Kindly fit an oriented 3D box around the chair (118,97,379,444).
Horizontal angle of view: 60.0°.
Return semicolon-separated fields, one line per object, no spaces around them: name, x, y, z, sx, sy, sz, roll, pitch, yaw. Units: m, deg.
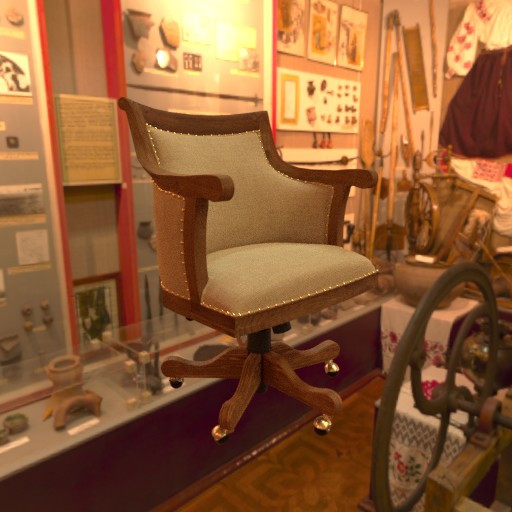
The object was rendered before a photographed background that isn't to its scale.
chair;0.000;0.000;1.424;0.656;0.965;0.689;-12;17;-42
